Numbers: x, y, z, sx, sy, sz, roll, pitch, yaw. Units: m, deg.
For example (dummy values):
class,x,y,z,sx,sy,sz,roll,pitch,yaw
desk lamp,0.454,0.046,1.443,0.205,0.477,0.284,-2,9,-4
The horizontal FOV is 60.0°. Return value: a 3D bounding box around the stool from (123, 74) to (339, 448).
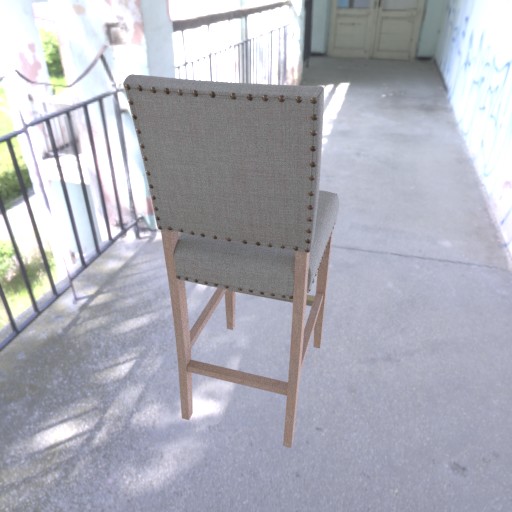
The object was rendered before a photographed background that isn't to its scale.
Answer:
class,x,y,z,sx,sy,sz,roll,pitch,yaw
stool,0.000,0.000,1.437,0.445,1.173,0.585,9,34,14
